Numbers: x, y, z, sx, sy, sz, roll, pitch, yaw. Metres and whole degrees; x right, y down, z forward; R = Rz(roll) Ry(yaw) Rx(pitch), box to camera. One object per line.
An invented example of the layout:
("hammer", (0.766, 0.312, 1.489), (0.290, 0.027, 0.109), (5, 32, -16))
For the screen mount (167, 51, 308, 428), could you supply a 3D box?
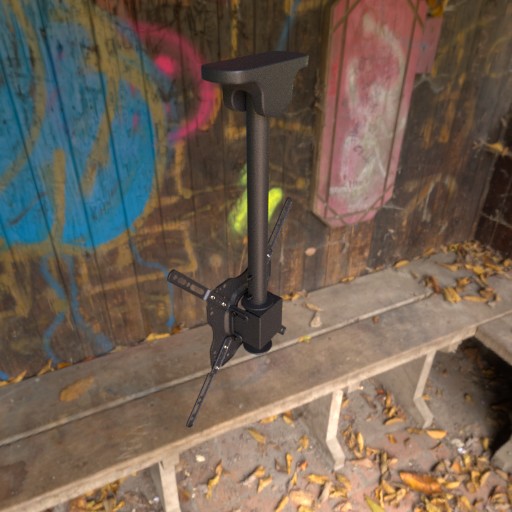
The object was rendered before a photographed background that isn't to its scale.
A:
("screen mount", (0.000, 0.000, 0.888), (0.090, 0.729, 0.393), (21, 38, 30))
